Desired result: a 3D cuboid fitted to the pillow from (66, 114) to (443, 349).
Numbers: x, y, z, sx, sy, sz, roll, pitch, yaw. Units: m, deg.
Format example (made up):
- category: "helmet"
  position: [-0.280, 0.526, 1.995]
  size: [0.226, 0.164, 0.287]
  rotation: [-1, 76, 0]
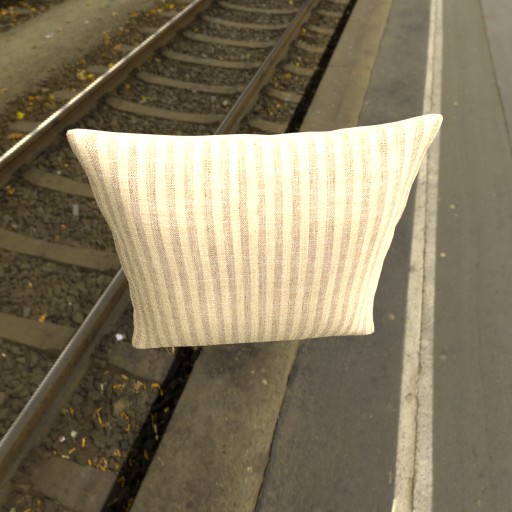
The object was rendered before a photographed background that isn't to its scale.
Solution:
- category: "pillow"
  position: [0.000, 0.000, 0.781]
  size: [0.523, 0.510, 0.166]
  rotation: [-3, 46, -3]
